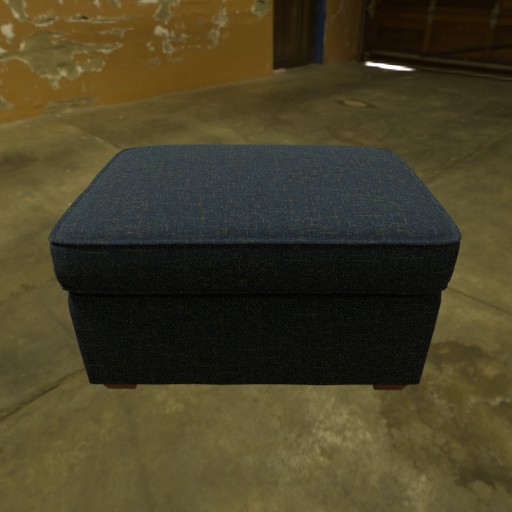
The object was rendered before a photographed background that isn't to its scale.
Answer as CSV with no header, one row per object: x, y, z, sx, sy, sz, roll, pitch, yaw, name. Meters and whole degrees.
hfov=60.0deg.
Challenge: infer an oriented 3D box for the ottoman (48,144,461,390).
0.000,0.000,1.071,0.749,0.450,0.549,0,31,0,ottoman
